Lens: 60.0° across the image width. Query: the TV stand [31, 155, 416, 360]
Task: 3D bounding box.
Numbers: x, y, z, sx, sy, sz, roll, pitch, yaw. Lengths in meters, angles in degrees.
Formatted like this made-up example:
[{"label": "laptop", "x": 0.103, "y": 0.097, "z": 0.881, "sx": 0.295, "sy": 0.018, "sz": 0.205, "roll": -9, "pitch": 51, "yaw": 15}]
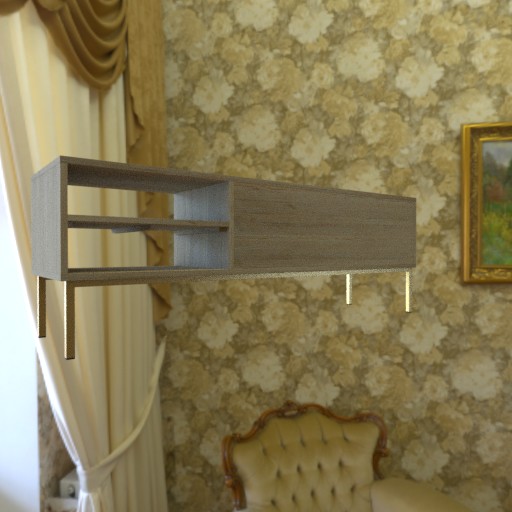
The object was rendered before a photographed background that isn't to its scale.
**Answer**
[{"label": "TV stand", "x": 0.000, "y": 0.000, "z": 1.822, "sx": 1.600, "sy": 0.550, "sz": 0.420, "roll": -1, "pitch": 1, "yaw": -36}]
